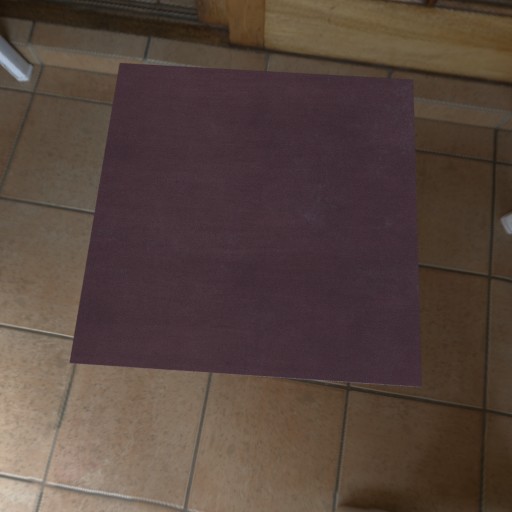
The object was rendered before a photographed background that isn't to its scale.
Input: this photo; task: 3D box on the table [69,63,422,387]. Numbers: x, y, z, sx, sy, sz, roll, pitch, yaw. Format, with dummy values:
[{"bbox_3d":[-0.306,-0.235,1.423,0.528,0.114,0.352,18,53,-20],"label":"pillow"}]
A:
[{"bbox_3d":[0.000,0.000,1.667,0.861,0.991,0.861,4,75,1],"label":"table"}]
